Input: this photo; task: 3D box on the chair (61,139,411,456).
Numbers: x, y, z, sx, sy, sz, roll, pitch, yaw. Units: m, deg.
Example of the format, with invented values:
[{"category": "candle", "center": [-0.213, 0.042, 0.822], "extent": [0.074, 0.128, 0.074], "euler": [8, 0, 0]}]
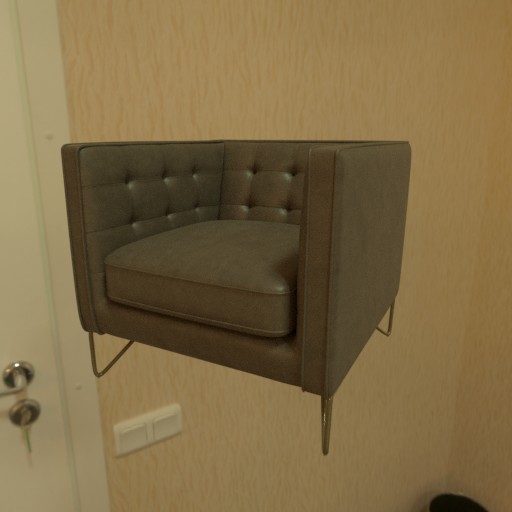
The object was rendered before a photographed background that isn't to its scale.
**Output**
[{"category": "chair", "center": [0.000, 0.000, 1.569], "extent": [0.880, 0.790, 0.894], "euler": [8, 17, 27]}]
